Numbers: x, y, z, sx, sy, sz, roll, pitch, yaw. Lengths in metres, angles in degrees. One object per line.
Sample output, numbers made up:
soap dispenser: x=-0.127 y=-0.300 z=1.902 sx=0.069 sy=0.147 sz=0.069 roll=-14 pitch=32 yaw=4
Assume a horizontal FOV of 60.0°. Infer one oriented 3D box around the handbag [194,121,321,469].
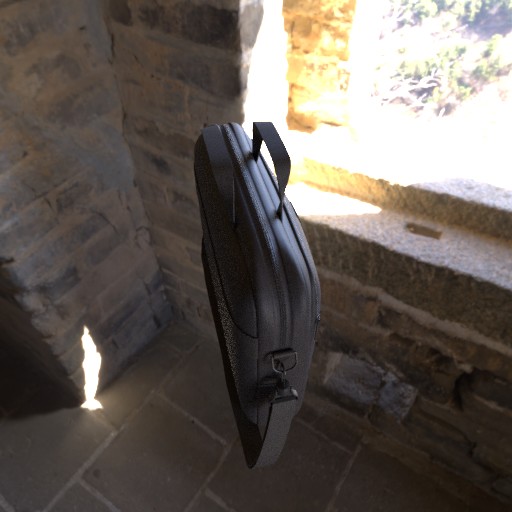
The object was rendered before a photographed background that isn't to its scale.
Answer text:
handbag: x=0.000 y=0.000 z=0.585 sx=0.126 sy=0.330 sz=0.429 roll=-9 pitch=46 yaw=-9
